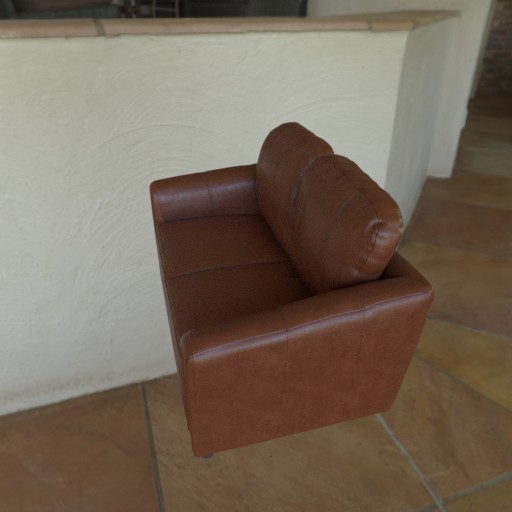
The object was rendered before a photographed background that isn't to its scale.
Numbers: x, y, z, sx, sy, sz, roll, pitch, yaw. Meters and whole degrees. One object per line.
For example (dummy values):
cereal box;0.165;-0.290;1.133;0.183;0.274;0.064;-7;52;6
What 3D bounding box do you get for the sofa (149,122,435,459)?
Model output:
sofa;0.000;0.000;1.917;0.805;0.906;1.406;-8;31;-14
